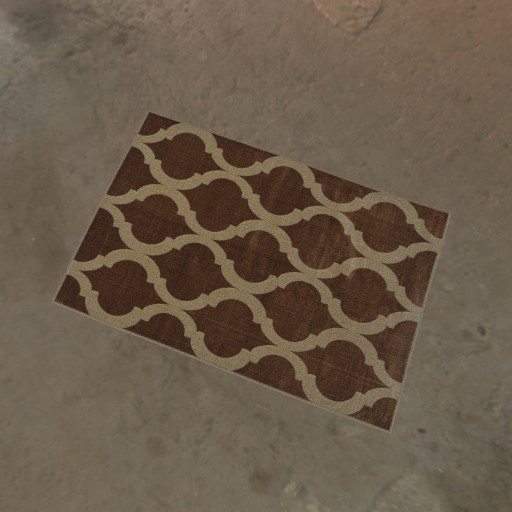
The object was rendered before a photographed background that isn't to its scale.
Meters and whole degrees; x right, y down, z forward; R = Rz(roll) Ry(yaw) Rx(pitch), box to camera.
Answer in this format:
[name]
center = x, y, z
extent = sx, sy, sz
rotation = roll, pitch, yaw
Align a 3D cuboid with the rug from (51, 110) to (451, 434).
[rug]
center = 0.000, 0.000, 2.956
extent = 2.290, 0.014, 1.526
rotation = 20, 75, 5
